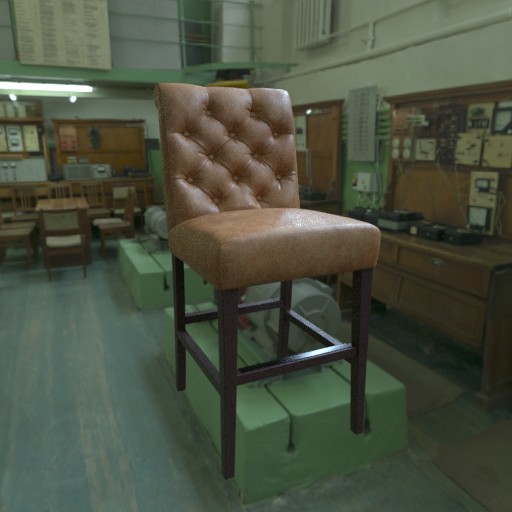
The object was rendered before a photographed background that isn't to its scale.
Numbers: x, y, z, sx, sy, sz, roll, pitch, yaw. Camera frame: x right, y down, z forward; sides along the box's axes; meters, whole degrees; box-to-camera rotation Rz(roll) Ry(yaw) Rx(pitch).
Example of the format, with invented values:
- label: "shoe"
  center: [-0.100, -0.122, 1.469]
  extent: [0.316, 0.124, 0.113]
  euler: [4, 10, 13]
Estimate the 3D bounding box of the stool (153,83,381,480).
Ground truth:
- label: "stool"
  center: [0.000, 0.000, 1.384]
  extent: [0.493, 1.047, 0.601]
  euler: [-7, 16, -25]
